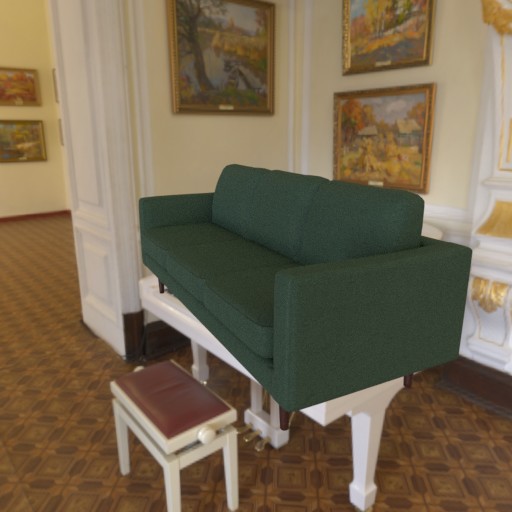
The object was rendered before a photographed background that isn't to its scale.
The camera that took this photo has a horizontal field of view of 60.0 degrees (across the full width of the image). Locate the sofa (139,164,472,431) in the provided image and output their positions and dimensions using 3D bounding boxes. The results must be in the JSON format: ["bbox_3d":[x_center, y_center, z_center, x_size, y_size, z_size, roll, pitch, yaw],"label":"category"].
[{"bbox_3d":[0.000,0.000,2.475,0.879,0.899,2.029,-8,17,-26],"label":"sofa"}]
